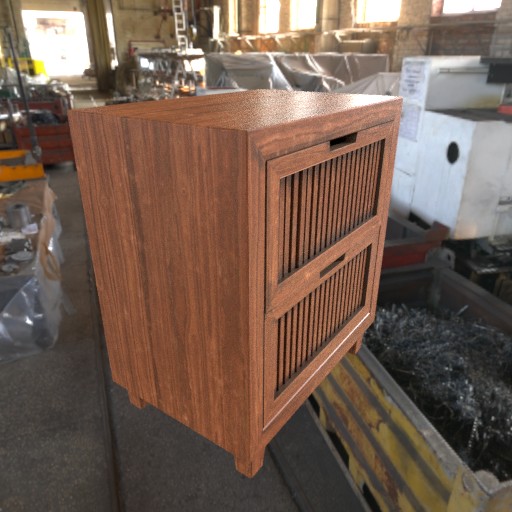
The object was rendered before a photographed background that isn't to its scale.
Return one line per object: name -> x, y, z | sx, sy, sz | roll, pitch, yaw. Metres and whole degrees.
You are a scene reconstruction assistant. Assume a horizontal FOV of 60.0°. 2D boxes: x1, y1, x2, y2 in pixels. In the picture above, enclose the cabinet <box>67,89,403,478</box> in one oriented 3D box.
cabinet -> 0.000, 0.000, 1.056 | 0.410, 0.695, 0.607 | 17, 29, 32
